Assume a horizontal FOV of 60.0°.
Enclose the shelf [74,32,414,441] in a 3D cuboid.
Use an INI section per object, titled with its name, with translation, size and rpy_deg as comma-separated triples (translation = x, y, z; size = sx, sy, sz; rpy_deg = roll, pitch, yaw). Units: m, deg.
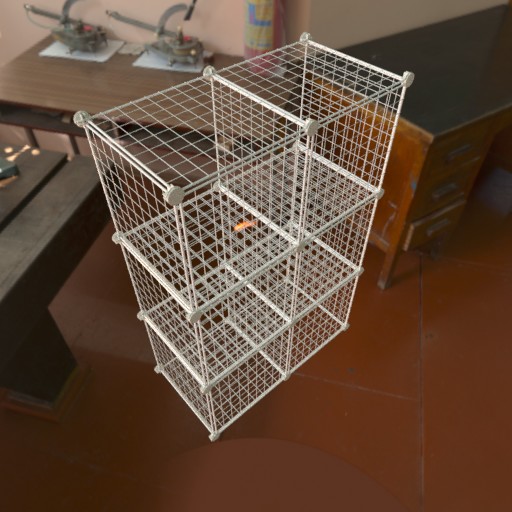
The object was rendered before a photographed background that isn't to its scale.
[shelf]
translation = 0.000, 0.000, 1.379
size = 0.711, 1.067, 0.356
rpy_deg = -32, 54, -27
